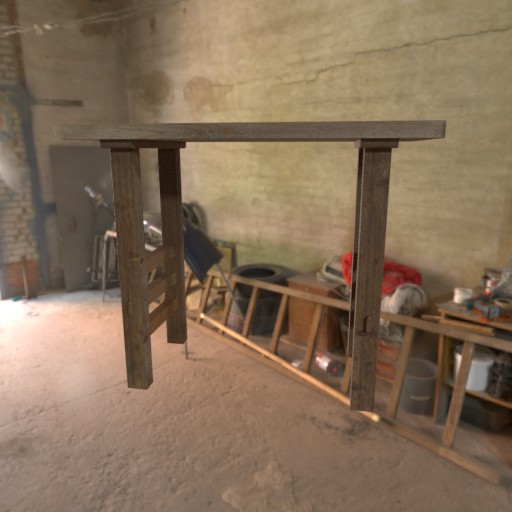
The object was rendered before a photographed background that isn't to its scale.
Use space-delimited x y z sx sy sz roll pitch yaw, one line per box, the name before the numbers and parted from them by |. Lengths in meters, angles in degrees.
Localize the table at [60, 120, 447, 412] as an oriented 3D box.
table | 0.000 0.000 1.634 1.119 0.914 0.556 2 14 10
